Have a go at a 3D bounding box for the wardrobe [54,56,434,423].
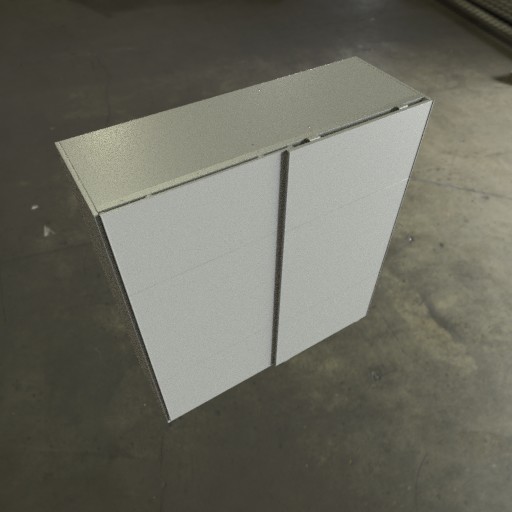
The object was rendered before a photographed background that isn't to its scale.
[{"bbox_3d":[0.000,0.000,2.874,1.780,1.960,0.629,-24,52,-21],"label":"wardrobe"}]
